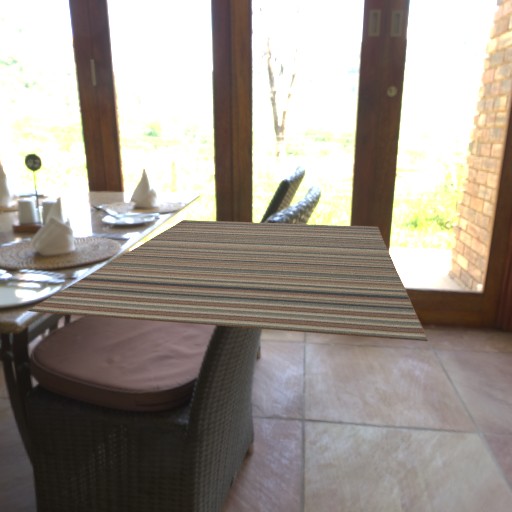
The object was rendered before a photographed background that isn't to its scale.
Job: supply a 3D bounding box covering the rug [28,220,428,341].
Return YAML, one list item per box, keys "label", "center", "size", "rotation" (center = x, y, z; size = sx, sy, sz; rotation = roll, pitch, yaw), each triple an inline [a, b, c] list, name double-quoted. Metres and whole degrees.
- label: "rug"
  center: [0.000, 0.000, 4.060]
  size: [2.436, 0.011, 3.045]
  rotation: [3, 16, 9]
